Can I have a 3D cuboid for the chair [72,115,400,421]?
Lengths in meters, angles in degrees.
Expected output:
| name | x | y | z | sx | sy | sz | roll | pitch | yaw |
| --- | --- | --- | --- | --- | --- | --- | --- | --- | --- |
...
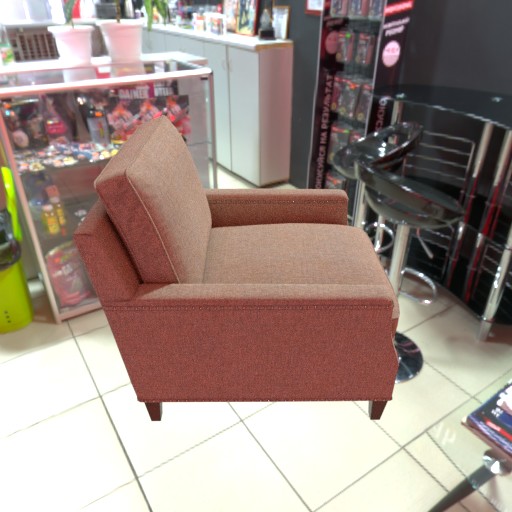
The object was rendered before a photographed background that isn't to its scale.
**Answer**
| name | x | y | z | sx | sy | sz | roll | pitch | yaw |
| --- | --- | --- | --- | --- | --- | --- | --- | --- | --- |
| chair | 0.000 | 0.000 | 1.737 | 1.014 | 0.943 | 0.853 | 0 | 32 | 0 |
